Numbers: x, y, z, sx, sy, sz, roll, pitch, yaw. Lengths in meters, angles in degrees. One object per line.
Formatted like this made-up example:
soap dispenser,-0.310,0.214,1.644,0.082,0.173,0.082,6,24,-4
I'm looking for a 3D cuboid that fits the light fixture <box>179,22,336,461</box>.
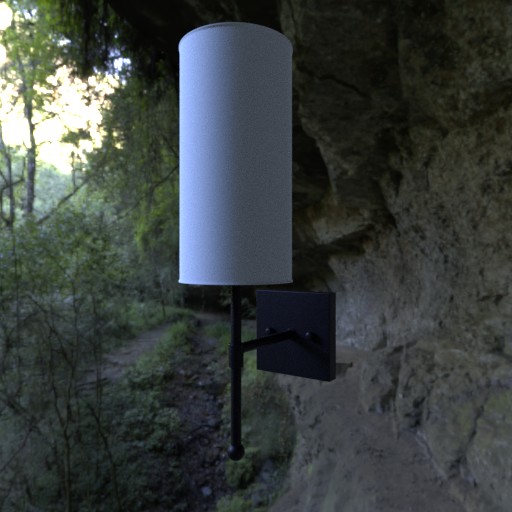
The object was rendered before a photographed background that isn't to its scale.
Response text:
light fixture,0.000,0.000,0.534,0.128,0.462,0.208,0,0,34
